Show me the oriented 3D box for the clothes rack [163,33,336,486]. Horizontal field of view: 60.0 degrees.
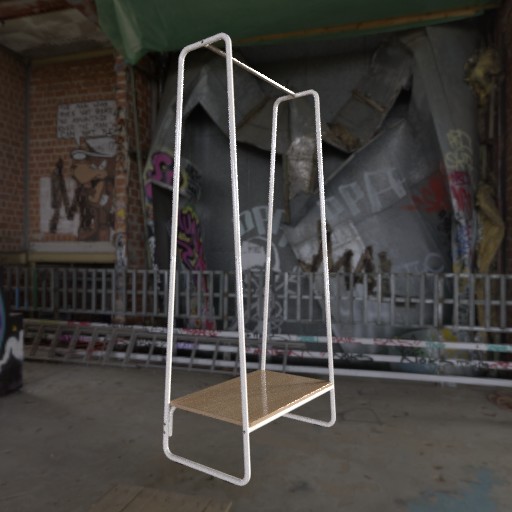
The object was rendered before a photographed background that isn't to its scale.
[{"bbox_3d":[0.000,0.000,1.789,0.400,1.500,0.640,0,0,36],"label":"clothes rack"}]
